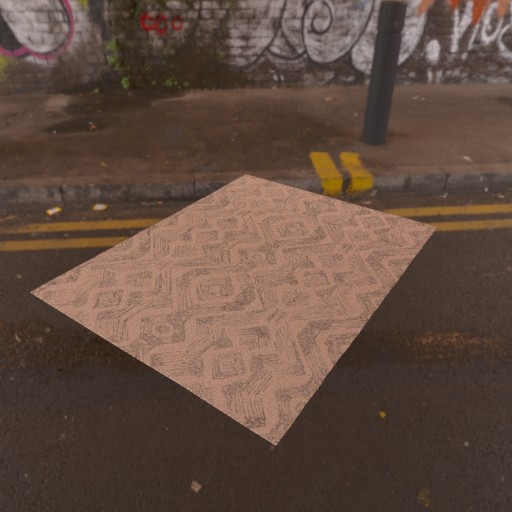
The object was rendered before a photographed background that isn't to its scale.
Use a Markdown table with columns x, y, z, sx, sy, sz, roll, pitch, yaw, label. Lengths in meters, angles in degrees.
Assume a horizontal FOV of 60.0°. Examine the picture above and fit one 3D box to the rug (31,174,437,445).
| x | y | z | sx | sy | sz | roll | pitch | yaw | label |
| --- | --- | --- | --- | --- | --- | --- | --- | --- | --- |
| 0.000 | 0.000 | 4.122 | 2.430 | 0.030 | 3.054 | 21 | 39 | 29 | rug |
